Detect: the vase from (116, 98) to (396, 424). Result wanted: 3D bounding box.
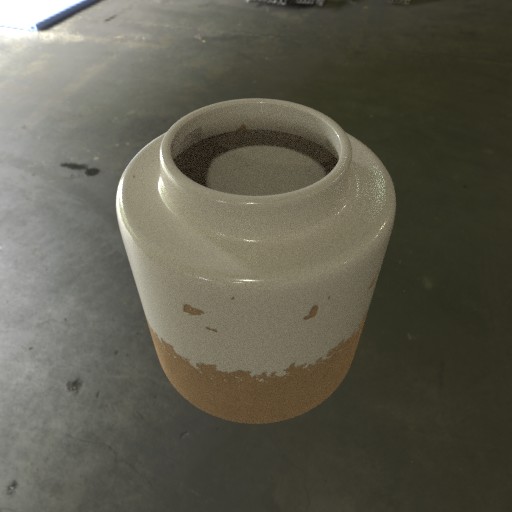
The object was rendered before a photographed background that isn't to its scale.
[{"bbox_3d":[0.000,0.000,0.286,0.153,0.167,0.153,0,46,0],"label":"vase"}]
